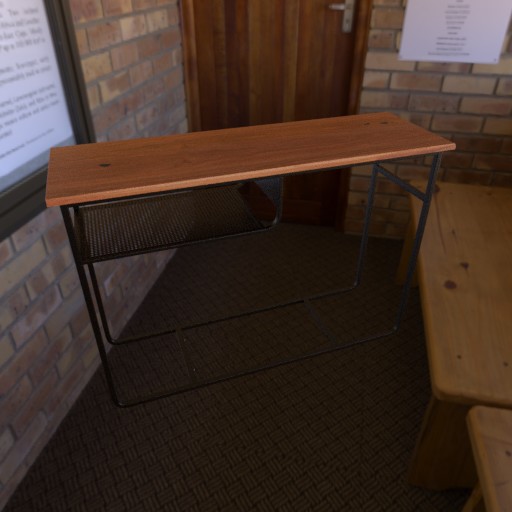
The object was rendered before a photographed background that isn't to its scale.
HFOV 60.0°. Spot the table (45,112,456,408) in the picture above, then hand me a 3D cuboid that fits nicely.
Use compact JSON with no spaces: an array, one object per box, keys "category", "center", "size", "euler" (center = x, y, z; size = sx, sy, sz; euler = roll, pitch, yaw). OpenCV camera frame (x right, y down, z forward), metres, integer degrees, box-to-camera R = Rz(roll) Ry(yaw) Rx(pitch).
[{"category":"table","center":[0.000,0.000,1.464],"size":[1.100,0.750,0.350],"euler":[-11,35,-16]}]
